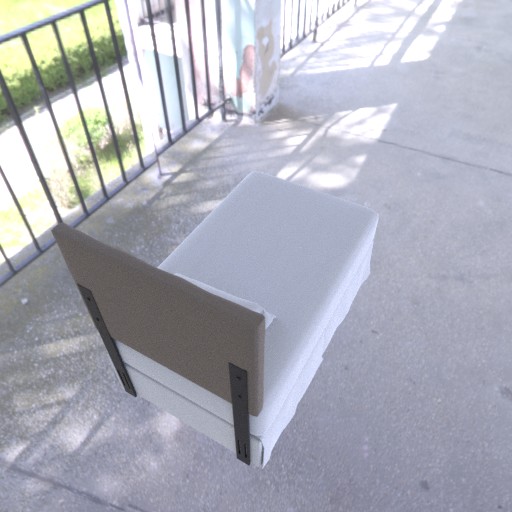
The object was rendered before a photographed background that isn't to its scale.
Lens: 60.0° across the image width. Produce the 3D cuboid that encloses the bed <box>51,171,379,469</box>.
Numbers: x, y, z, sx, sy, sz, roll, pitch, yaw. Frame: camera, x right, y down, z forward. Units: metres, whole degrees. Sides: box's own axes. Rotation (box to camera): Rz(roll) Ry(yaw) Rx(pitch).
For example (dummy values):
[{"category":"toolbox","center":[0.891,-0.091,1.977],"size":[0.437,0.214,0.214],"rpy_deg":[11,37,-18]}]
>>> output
[{"category":"bed","center":[0.000,0.000,3.051],"size":[1.261,1.571,1.997],"rpy_deg":[22,50,20]}]
